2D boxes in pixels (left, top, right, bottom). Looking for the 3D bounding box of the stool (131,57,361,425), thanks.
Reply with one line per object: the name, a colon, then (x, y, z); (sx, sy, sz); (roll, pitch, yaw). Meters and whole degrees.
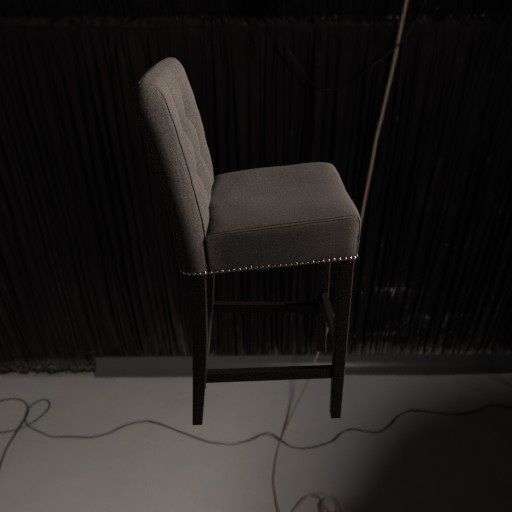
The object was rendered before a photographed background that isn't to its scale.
stool: (0.000, 0.000, 1.322); (0.548, 1.047, 0.411); (-1, 31, -2)
